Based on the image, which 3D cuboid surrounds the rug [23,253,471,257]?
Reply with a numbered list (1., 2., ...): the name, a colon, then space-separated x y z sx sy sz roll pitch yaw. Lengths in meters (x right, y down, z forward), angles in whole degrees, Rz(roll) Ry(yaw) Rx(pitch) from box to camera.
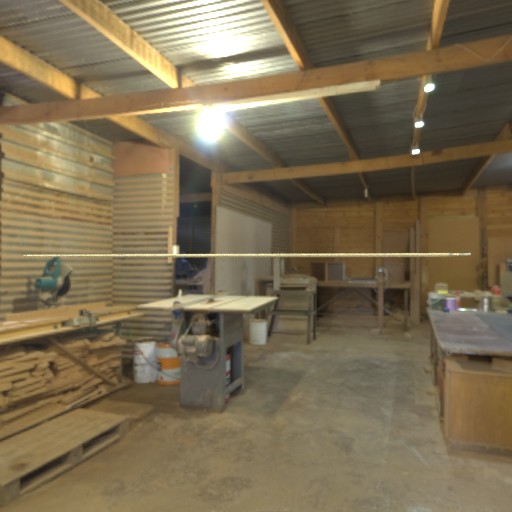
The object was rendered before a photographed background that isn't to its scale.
1. rug: 0.000 0.000 2.997 2.438 0.010 1.524 0 0 18
